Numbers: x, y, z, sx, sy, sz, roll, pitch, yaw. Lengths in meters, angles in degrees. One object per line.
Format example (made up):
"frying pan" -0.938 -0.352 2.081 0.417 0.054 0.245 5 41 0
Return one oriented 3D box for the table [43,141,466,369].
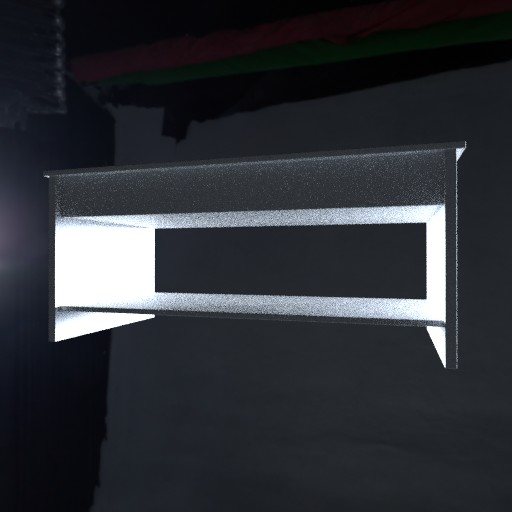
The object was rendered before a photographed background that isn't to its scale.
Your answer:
"table" 0.000 0.000 1.238 1.000 0.441 0.500 0 0 17
